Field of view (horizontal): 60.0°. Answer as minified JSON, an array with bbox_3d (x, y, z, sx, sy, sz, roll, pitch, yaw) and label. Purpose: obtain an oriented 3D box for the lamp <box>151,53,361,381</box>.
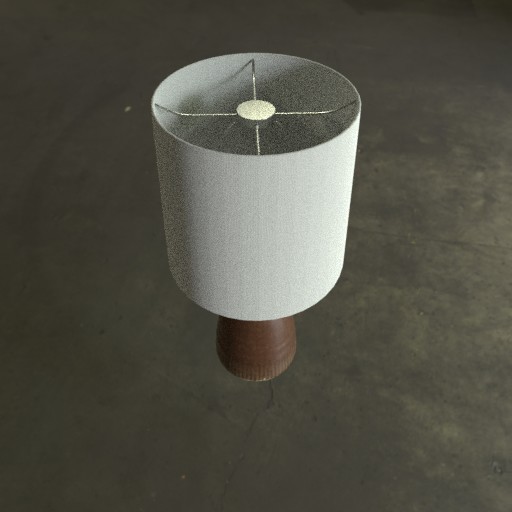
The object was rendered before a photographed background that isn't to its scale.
[{"bbox_3d":[0.000,0.000,0.484,0.186,0.369,0.186,0,47,0],"label":"lamp"}]
